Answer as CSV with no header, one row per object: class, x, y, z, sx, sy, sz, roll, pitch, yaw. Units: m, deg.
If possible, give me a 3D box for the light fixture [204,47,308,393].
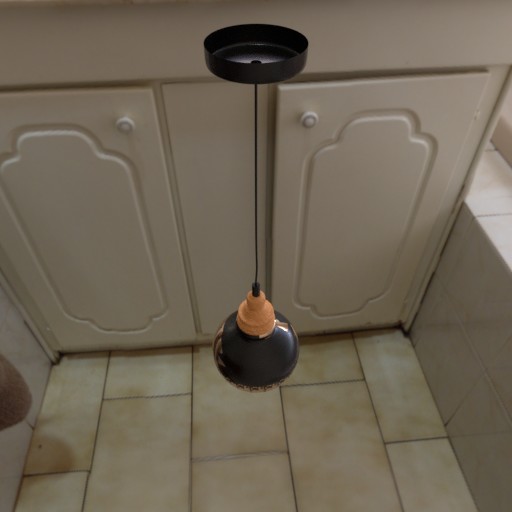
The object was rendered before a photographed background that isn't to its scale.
light fixture,0.000,0.000,1.737,0.430,1.606,0.430,-2,46,-2
